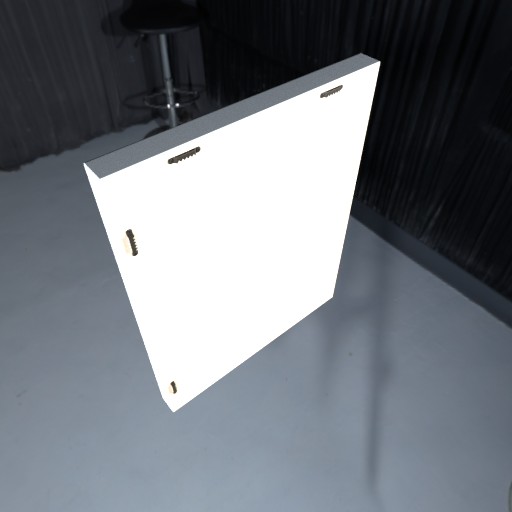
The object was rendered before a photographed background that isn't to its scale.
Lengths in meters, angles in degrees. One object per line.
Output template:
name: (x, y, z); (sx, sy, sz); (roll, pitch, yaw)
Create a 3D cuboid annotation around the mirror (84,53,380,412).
mirror: (0.000, 0.000, 0.697); (0.406, 0.509, 0.041); (-31, 54, -26)
